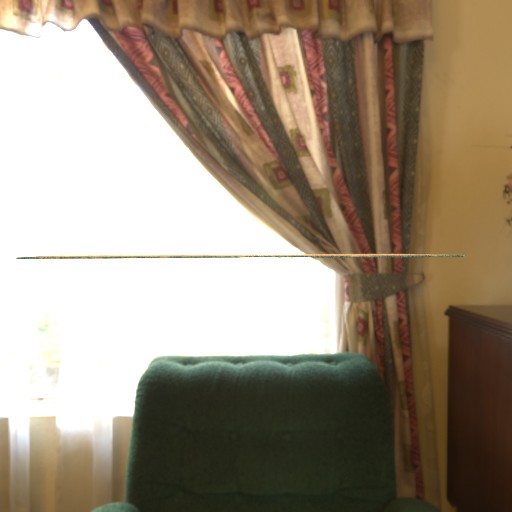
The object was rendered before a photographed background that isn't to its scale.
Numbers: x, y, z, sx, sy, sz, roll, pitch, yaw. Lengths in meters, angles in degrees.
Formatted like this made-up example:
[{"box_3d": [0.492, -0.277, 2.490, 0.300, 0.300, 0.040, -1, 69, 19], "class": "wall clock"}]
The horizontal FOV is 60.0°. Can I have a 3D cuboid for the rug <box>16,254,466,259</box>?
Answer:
[{"box_3d": [0.000, 0.000, 2.652, 2.435, 0.011, 0.750, 0, 1, -18], "class": "rug"}]
